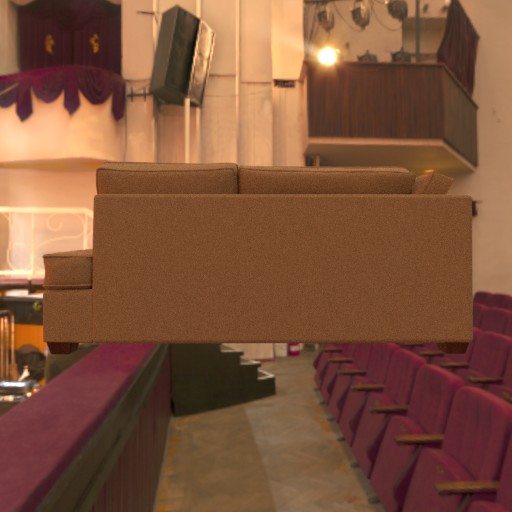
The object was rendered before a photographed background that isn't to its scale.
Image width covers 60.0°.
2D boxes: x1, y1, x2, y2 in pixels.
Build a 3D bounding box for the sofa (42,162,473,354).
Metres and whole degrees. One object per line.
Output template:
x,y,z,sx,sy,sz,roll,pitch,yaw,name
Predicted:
0.000,0.000,2.810,2.237,1.033,1.110,0,-1,0,sofa
